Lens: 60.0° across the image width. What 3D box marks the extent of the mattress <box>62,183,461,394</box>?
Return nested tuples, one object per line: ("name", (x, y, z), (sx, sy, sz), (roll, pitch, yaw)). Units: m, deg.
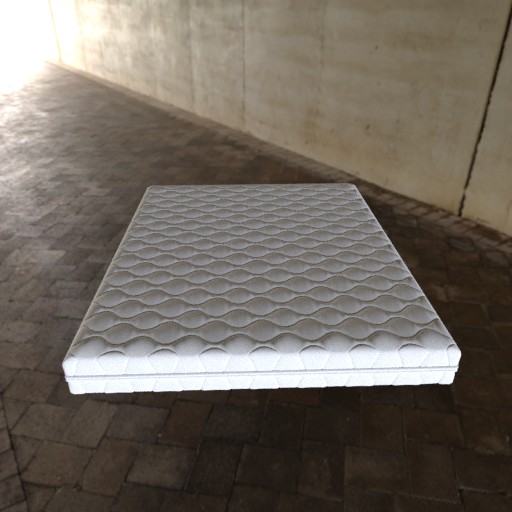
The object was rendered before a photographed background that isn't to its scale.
("mattress", (0.000, 0.000, 2.611), (1.600, 0.200, 1.900), (-1, 30, -2))
